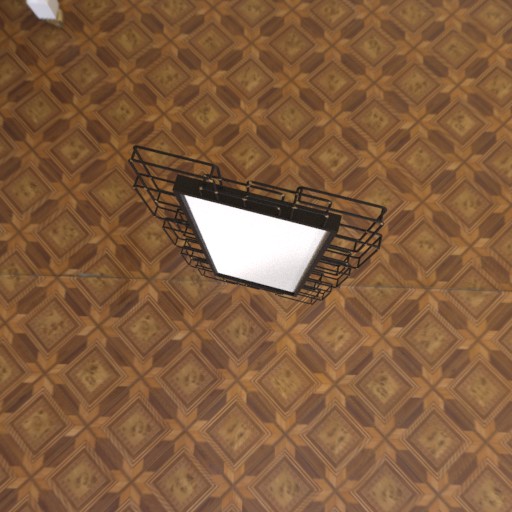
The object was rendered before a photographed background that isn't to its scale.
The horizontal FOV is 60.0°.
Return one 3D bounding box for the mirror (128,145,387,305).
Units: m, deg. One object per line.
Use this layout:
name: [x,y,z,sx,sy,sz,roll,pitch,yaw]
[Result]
mirror: [0.000,0.000,1.406,0.565,1.192,0.037,15,77,3]
